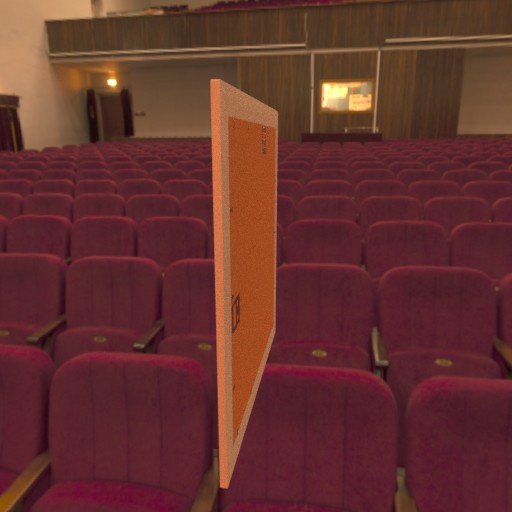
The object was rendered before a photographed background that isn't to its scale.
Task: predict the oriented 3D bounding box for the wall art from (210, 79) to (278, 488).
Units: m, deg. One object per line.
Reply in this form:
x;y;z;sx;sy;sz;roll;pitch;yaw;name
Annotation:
0.000;0.000;0.881;0.013;0.584;0.584;2;15;9;wall art
